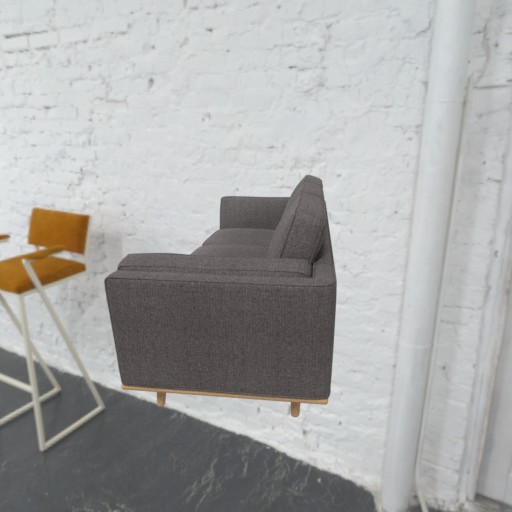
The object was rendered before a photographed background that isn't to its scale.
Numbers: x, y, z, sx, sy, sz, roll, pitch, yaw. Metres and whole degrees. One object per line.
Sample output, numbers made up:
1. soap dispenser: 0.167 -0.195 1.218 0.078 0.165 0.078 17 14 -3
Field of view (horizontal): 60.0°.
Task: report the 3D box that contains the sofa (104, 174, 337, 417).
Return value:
1. sofa: 0.000 0.000 2.800 0.903 0.899 2.362 2 15 7
